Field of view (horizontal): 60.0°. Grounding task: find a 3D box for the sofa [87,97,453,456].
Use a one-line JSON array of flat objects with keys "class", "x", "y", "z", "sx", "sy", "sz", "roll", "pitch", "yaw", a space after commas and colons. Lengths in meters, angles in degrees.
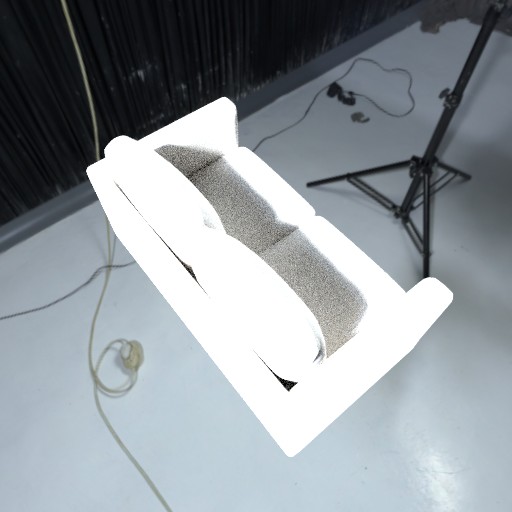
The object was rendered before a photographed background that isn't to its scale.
[{"class": "sofa", "x": 0.000, "y": 0.000, "z": 1.990, "sx": 0.796, "sy": 0.908, "sz": 1.430, "roll": -34, "pitch": 64, "yaw": -19}]
